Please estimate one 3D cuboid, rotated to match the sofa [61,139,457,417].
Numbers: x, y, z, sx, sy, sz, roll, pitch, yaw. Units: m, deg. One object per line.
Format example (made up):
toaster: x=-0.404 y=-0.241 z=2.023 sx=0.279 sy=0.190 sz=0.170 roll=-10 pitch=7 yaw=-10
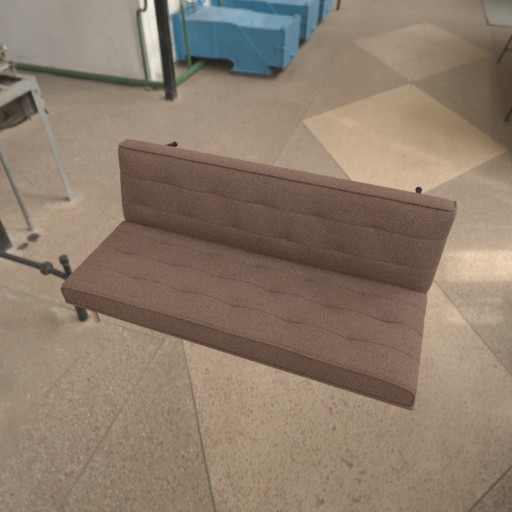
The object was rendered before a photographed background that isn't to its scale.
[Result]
sofa: x=0.000 y=0.000 z=2.367 sx=1.820 sy=0.810 sz=1.038 roll=14 pitch=44 yaw=15
